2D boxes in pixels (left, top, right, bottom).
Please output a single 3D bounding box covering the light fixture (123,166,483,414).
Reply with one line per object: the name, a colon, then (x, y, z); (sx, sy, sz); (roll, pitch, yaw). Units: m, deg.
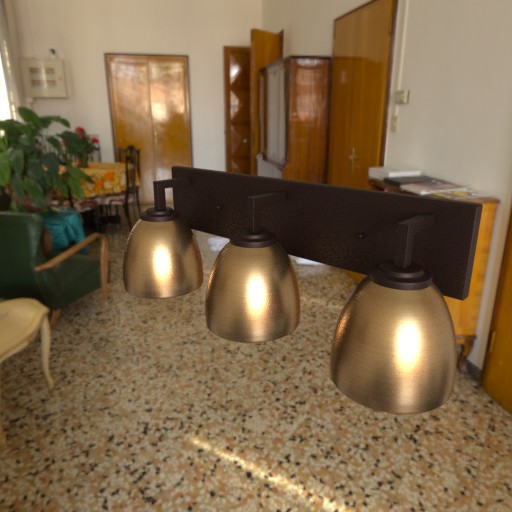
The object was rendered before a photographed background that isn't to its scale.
light fixture: (0.000, 0.000, 0.643); (0.582, 0.204, 0.157); (16, 24, 40)
